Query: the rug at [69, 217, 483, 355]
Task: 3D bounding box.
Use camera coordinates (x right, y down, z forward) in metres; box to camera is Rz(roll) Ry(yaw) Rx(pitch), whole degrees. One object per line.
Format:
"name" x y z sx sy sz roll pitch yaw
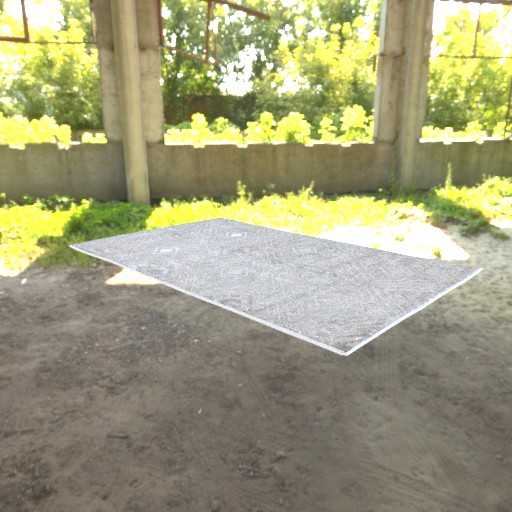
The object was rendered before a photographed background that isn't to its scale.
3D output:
"rug" 0.000 0.000 3.043 2.447 0.036 1.537 15 21 42
